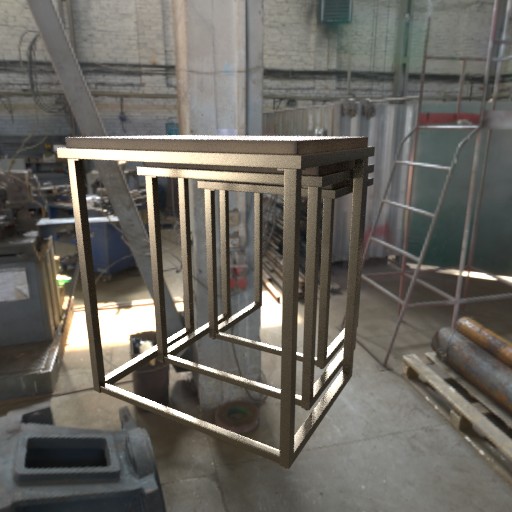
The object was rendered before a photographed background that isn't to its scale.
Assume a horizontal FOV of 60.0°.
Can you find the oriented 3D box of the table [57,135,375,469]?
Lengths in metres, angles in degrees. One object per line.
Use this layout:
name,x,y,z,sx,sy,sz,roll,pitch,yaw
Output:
table,0.000,0.000,1.168,0.559,0.610,0.706,9,18,28
